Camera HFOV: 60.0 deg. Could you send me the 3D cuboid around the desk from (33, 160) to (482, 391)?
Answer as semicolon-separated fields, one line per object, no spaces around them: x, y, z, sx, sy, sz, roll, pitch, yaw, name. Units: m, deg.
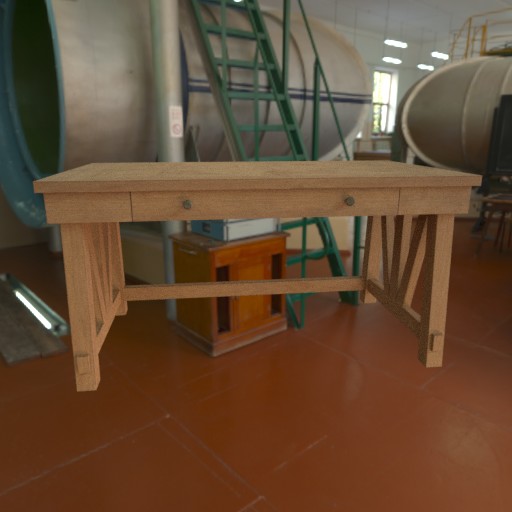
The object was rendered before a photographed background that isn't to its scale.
0.000;0.000;1.956;1.499;0.762;0.813;-2;16;-7;desk
